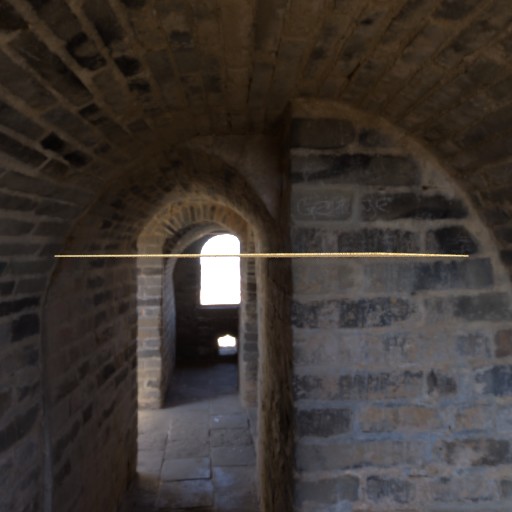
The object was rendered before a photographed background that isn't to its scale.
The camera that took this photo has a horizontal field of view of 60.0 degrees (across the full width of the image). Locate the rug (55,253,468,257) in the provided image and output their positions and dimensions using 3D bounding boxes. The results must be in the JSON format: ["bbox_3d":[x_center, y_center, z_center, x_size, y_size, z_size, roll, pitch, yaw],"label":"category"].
[{"bbox_3d":[0.000,0.000,2.942,2.286,0.006,1.524,0,-1,37],"label":"rug"}]
